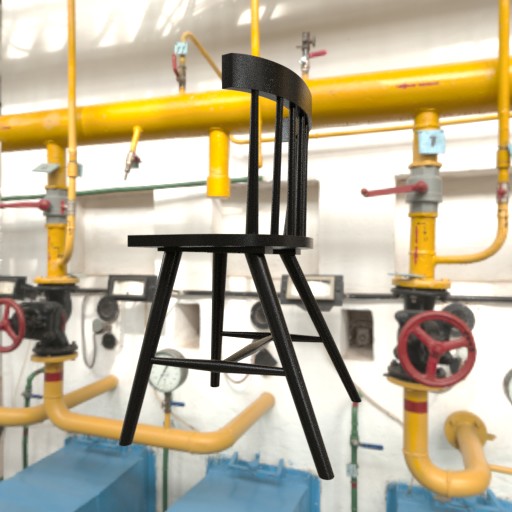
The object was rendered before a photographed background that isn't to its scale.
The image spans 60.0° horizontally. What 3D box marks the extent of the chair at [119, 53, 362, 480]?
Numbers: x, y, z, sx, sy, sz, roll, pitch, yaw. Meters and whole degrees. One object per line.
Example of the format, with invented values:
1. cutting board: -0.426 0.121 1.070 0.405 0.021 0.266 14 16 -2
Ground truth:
1. chair: 0.000 0.000 1.146 0.483 0.844 0.506 0 0 19
